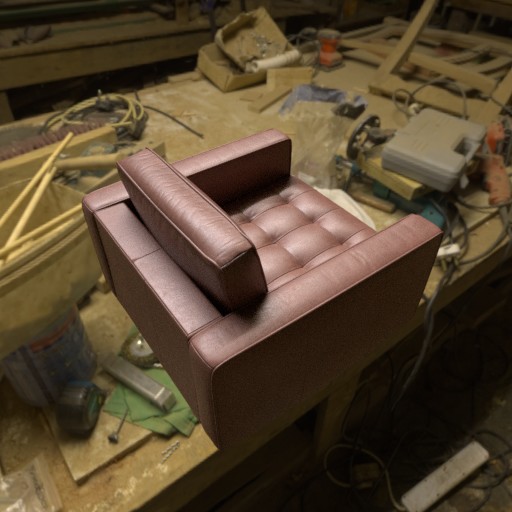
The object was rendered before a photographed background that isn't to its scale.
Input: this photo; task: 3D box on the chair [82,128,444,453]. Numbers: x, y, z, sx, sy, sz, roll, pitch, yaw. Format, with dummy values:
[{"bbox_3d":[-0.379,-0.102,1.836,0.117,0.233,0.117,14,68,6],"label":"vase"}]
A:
[{"bbox_3d":[0.000,0.000,1.595,0.900,0.770,0.920,-26,48,-26],"label":"chair"}]
